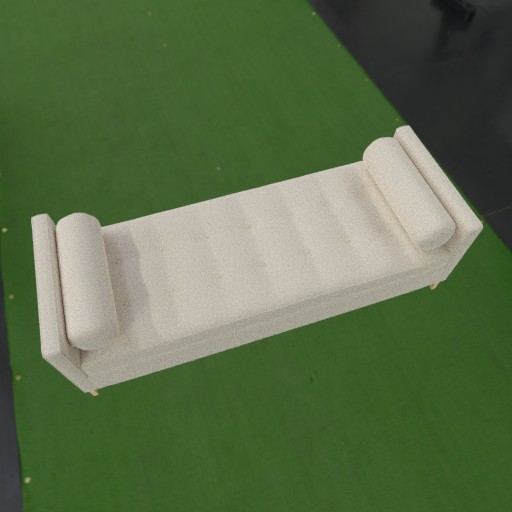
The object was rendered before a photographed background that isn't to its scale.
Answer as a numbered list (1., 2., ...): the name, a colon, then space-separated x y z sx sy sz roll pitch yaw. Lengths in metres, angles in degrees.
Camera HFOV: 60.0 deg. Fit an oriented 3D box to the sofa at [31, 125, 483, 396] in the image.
1. sofa: 0.000 0.000 2.299 1.985 0.641 0.746 -16 59 -10
